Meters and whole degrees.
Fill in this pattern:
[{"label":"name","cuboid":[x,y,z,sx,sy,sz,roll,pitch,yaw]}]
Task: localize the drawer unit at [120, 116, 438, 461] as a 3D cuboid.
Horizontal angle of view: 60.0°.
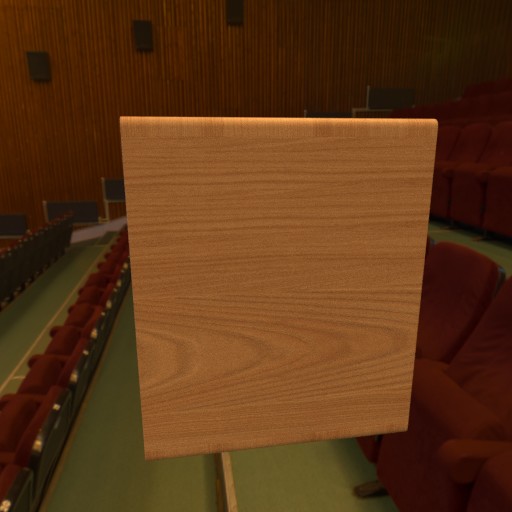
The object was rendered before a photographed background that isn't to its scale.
[{"label":"drawer unit","cuboid":[0.000,0.000,0.601,0.290,0.344,0.344,-3,15,-9]}]
